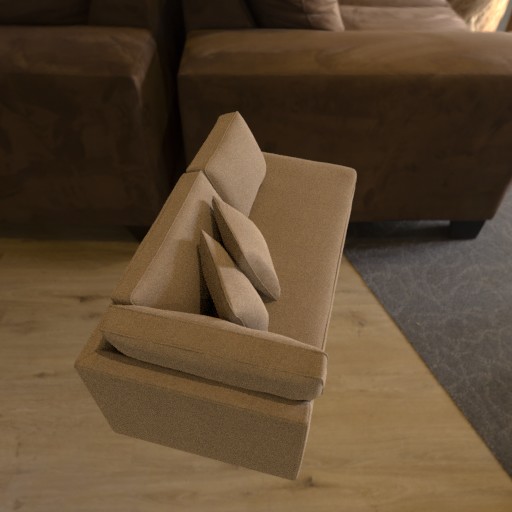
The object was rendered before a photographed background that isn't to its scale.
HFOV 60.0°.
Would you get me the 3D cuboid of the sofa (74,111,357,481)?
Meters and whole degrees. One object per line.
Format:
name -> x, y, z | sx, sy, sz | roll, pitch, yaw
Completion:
sofa -> 0.000, 0.000, 2.804 | 1.110, 1.019, 2.238 | 11, 48, 10
